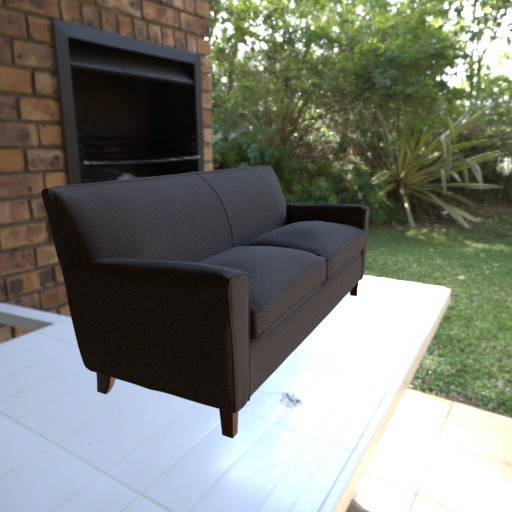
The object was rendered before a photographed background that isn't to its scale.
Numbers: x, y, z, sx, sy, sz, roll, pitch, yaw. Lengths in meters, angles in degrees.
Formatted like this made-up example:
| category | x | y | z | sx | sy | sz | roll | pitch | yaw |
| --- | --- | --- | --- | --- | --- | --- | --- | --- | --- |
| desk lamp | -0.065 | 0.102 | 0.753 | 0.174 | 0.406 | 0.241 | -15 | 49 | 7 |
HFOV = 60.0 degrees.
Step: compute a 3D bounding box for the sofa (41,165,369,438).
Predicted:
| category | x | y | z | sx | sy | sz | roll | pitch | yaw |
| --- | --- | --- | --- | --- | --- | --- | --- | --- | --- |
| sofa | 0.000 | 0.000 | 2.471 | 0.843 | 0.907 | 2.002 | 7 | 16 | 26 |
